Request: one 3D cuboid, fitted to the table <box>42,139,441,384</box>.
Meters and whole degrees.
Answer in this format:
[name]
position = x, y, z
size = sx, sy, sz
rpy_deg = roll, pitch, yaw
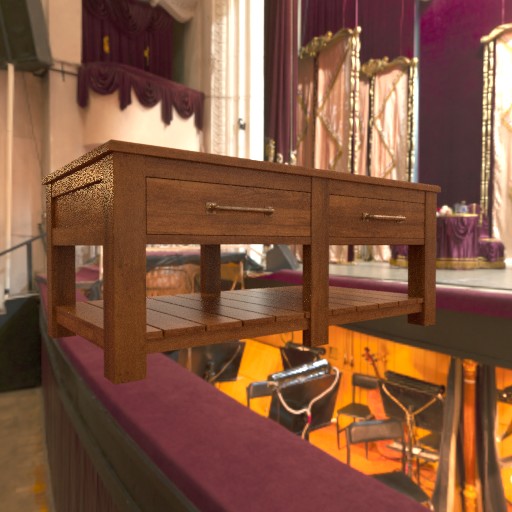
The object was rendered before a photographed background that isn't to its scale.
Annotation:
[table]
position = 0.000, 0.000, 1.440
size = 1.150, 0.480, 0.635
rpy_deg = -1, 2, -37
